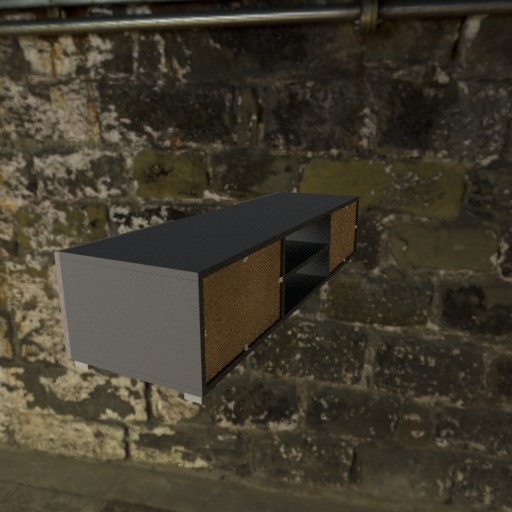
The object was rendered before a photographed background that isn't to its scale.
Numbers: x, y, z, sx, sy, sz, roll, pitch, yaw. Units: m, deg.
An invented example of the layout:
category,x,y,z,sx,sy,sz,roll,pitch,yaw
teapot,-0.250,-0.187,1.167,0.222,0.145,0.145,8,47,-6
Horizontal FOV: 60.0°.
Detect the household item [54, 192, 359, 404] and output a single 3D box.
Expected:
category,x,y,z,sx,sy,sz,roll,pitch,yaw
household item,0.000,0.000,1.644,0.420,0.310,1.400,7,16,25
